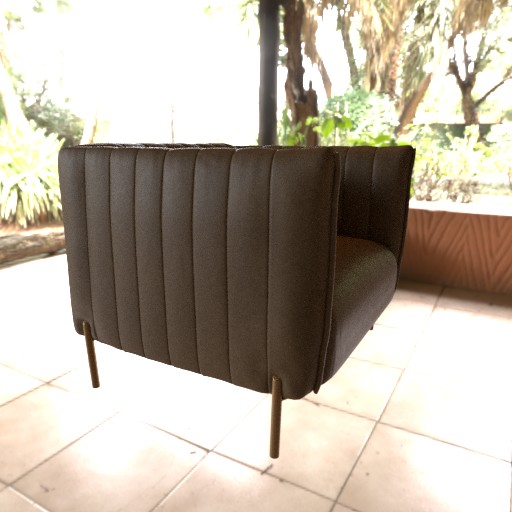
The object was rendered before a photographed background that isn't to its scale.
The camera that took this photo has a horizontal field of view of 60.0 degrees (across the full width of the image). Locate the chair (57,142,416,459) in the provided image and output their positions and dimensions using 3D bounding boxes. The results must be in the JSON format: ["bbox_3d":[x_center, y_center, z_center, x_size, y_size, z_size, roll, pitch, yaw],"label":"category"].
[{"bbox_3d":[0.000,0.000,1.570,0.876,0.779,0.981,8,16,28],"label":"chair"}]
